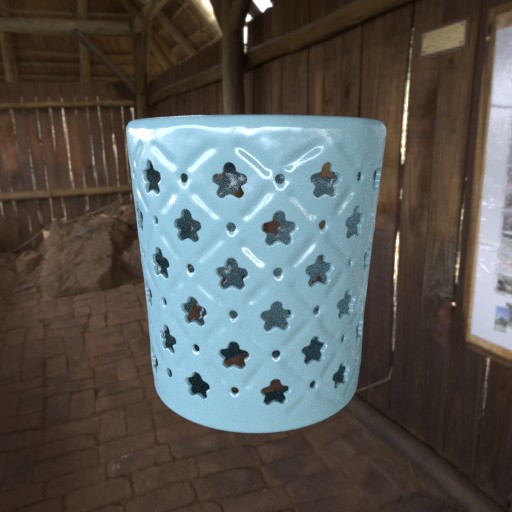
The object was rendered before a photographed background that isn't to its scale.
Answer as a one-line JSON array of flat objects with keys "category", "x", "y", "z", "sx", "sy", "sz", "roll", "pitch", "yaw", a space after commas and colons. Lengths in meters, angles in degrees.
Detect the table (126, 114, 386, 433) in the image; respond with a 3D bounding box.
[{"category": "table", "x": 0.000, "y": 0.000, "z": 0.662, "sx": 0.352, "sy": 0.387, "sz": 0.352, "roll": 0, "pitch": 14, "yaw": 0}]
